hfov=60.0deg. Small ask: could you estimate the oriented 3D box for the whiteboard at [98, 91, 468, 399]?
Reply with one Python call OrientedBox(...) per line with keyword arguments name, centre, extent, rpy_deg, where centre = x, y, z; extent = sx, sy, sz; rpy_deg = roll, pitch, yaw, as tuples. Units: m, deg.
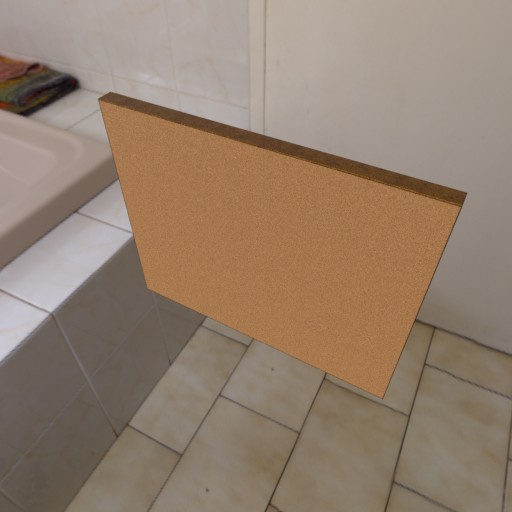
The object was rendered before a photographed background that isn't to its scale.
OrientedBox(name="whiteboard", centre=(0.000, 0.000, 0.777), extent=(0.561, 0.457, 0.029), rpy_deg=(22, 48, 20))
